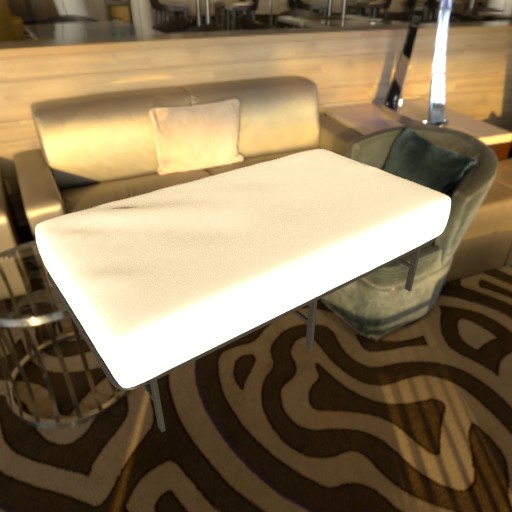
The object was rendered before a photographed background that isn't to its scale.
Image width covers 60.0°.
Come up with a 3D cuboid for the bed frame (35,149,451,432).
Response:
[{"bbox_3d":[0.000,0.000,2.366,1.908,0.640,1.025,-21,38,-30],"label":"bed frame"}]
